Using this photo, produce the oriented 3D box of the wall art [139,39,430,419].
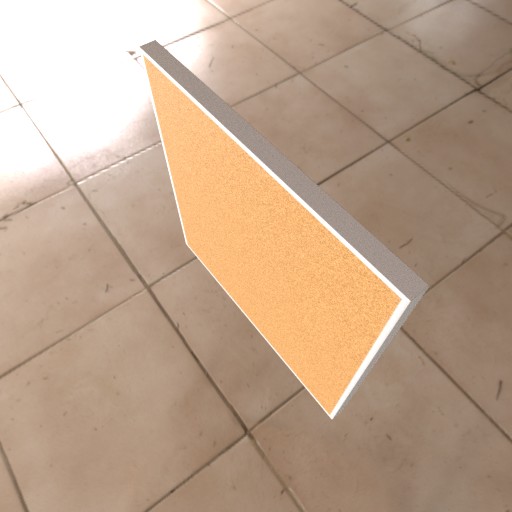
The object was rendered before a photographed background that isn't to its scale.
[{"bbox_3d":[0.000,0.000,1.119,0.041,0.765,0.768,-33,64,-19],"label":"wall art"}]
